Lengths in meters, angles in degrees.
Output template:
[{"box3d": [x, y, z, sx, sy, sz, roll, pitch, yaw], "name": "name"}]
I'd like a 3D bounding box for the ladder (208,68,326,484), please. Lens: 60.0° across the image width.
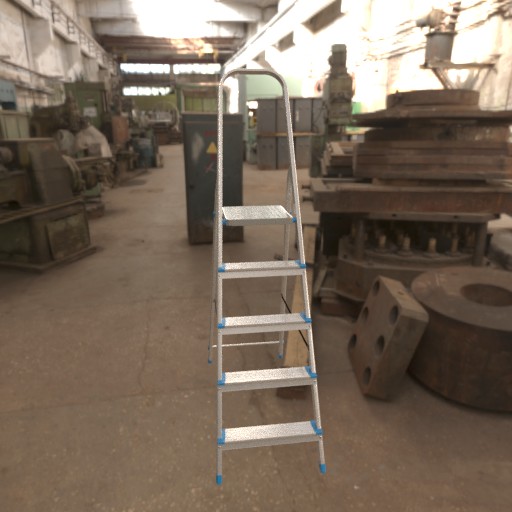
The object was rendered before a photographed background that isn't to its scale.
[{"box3d": [0.000, 0.000, 2.077, 0.468, 1.648, 0.990, -2, 18, -8], "name": "ladder"}]
